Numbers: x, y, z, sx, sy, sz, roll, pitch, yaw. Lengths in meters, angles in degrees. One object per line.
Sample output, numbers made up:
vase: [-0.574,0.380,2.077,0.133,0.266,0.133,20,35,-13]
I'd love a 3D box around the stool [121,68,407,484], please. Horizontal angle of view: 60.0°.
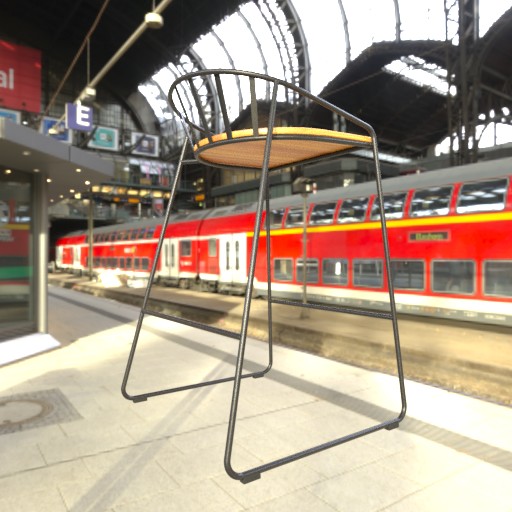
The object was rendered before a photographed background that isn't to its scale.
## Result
stool: [0.000,0.000,1.141,0.521,0.812,0.546,0,0,-36]
